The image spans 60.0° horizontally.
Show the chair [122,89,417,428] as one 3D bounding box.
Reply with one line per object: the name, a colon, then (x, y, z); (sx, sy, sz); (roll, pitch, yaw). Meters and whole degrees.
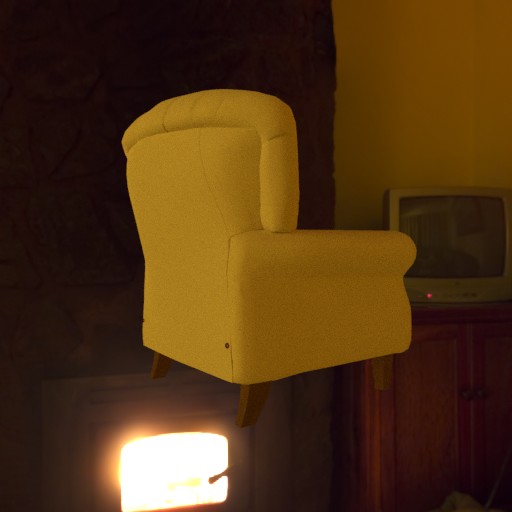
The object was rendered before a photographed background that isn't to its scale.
chair: (0.000, 0.000, 2.014); (1.132, 1.169, 1.035); (0, -1, -36)
